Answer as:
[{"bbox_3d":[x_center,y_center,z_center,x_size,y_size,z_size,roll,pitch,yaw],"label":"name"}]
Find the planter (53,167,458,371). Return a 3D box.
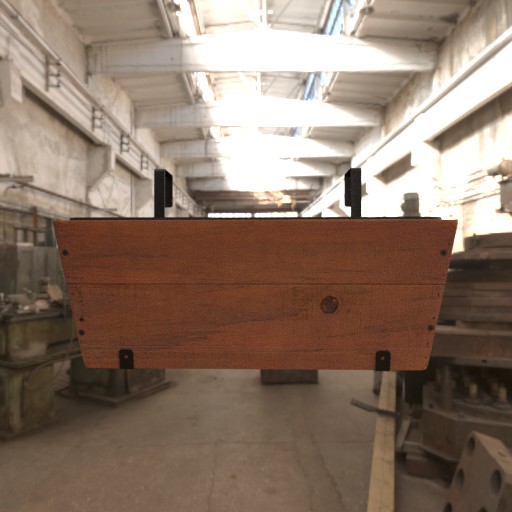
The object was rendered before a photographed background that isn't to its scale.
[{"bbox_3d":[0.000,0.000,0.653,0.480,0.289,0.262,0,0,2],"label":"planter"}]
